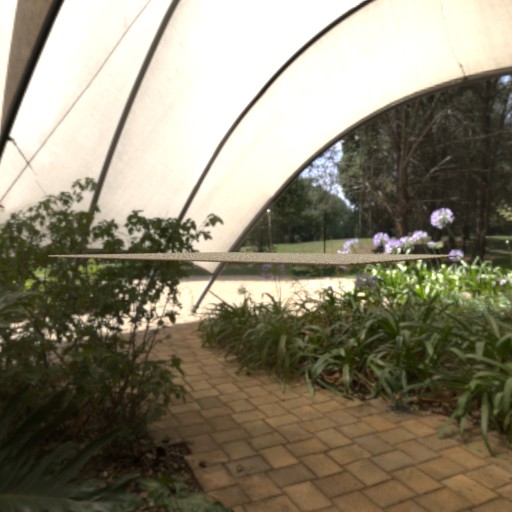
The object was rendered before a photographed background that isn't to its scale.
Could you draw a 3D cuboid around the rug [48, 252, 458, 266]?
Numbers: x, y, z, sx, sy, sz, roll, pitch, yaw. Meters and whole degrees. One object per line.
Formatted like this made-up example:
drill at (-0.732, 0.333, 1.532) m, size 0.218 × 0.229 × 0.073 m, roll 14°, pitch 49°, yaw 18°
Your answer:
rug at (0.000, 0.000, 4.210) m, size 3.050 × 0.017 × 2.441 m, roll 1°, pitch 2°, yaw 37°
